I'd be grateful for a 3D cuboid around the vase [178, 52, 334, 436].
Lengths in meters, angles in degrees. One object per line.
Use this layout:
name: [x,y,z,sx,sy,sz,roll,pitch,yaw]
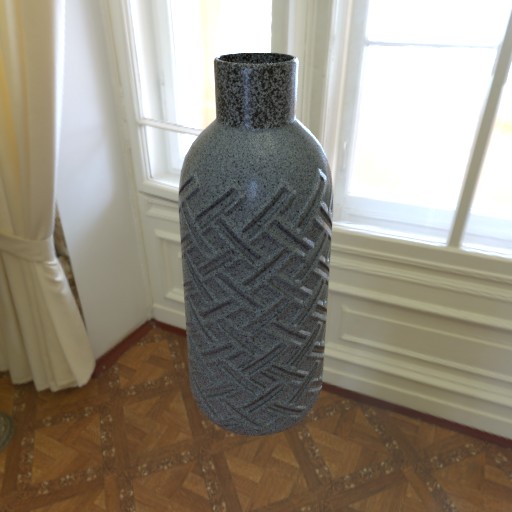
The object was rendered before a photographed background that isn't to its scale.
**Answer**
vase: [0.000,0.000,0.342,0.122,0.282,0.122,0,32,0]
